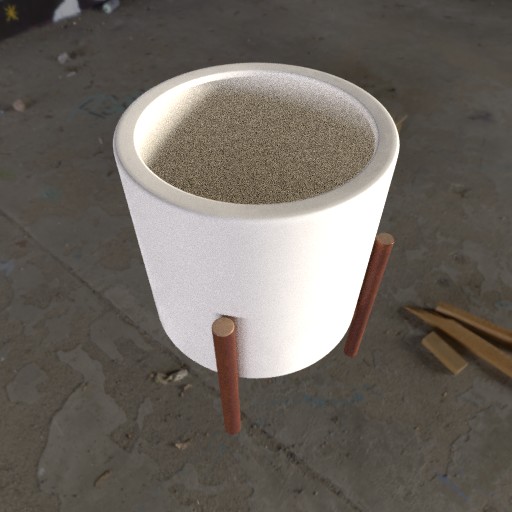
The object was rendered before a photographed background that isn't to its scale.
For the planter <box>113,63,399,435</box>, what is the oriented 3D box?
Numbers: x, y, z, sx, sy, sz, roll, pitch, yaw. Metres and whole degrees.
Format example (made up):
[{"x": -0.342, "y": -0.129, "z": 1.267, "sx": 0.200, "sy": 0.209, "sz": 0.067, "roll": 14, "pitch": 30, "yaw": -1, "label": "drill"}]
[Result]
[{"x": 0.000, "y": 0.000, "z": 0.874, "sx": 0.420, "sy": 0.581, "sz": 0.421, "roll": -23, "pitch": 52, "yaw": -20, "label": "planter"}]
